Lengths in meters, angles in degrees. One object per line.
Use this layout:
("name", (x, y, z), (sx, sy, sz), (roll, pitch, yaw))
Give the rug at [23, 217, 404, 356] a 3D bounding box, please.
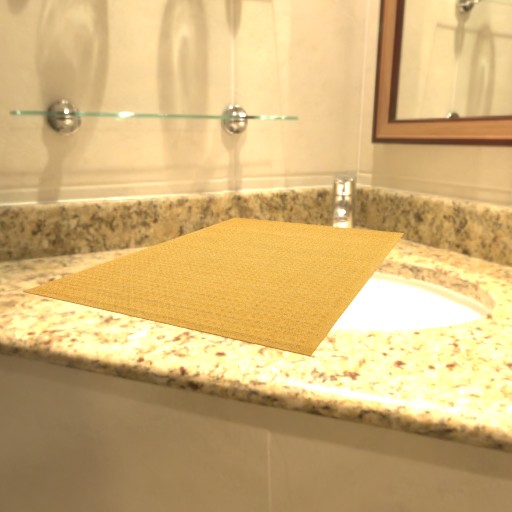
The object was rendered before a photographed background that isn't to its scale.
("rug", (0.000, 0.000, 3.736), (1.981, 0.006, 2.895), (7, 17, 25))
